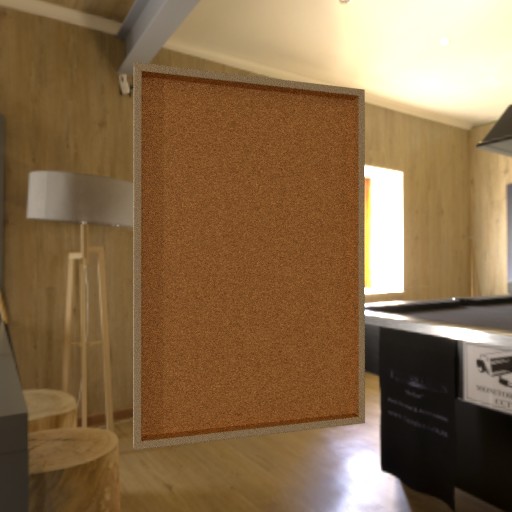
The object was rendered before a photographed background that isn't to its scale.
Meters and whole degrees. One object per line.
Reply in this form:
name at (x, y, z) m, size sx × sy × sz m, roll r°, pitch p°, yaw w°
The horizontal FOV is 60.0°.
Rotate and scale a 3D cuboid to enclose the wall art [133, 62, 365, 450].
wall art at (0.000, 0.000, 1.148) m, size 0.610 × 0.914 × 0.038 m, roll 0°, pitch 0°, yaw -16°
